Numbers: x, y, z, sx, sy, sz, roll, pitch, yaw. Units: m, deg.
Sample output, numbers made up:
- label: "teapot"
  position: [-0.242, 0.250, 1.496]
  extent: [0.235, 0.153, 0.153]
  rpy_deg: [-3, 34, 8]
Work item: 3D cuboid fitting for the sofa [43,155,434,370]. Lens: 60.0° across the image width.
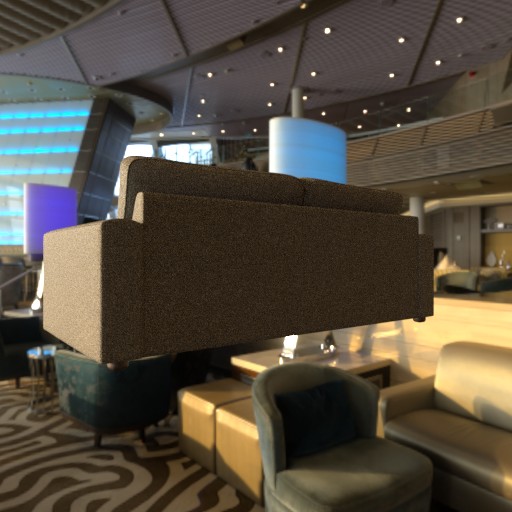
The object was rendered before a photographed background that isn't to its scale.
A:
- label: "sofa"
  position: [0.000, 0.000, 2.668]
  extent: [2.179, 0.873, 1.016]
  rpy_deg: [0, 0, -37]
